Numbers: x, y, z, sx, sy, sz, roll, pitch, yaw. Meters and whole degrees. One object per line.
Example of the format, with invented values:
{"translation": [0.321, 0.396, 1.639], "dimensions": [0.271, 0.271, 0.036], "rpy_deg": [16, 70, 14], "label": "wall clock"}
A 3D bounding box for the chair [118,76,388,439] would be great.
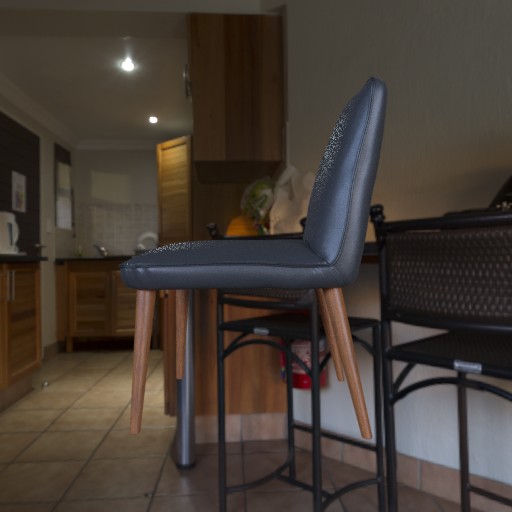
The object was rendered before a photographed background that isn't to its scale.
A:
{"translation": [0.000, 0.000, 1.213], "dimensions": [0.645, 0.801, 0.543], "rpy_deg": [0, 0, -1], "label": "chair"}
